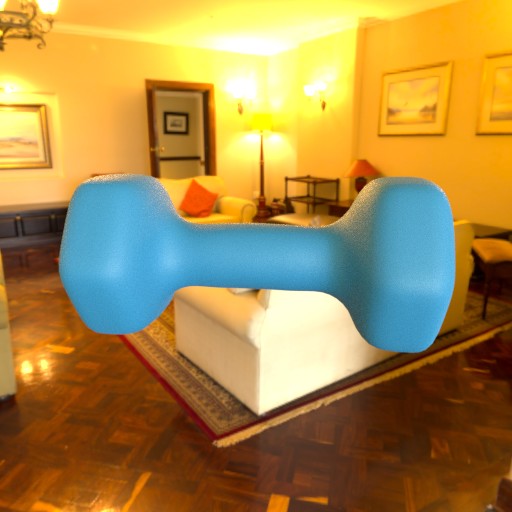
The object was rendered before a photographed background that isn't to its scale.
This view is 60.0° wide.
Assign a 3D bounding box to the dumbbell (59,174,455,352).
[{"bbox_3d":[0.000,0.000,0.187,0.152,0.066,0.074,2,15,8],"label":"dumbbell"}]
